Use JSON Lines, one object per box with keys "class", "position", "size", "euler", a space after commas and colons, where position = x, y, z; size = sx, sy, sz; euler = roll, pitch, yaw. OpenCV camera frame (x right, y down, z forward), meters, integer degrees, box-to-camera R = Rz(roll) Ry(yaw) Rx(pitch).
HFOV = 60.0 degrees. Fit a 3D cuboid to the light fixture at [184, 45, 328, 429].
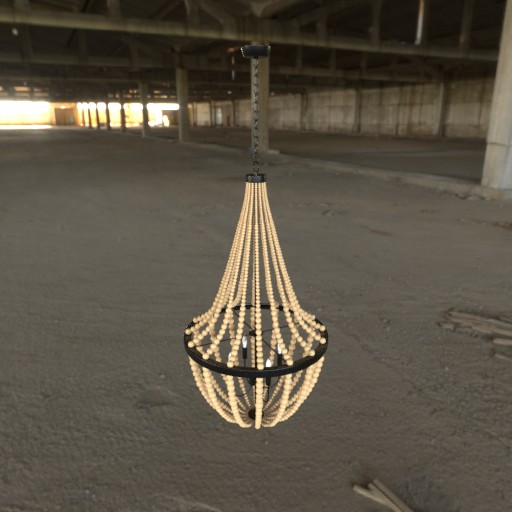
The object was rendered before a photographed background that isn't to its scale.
{"class": "light fixture", "position": [0.000, 0.000, 1.318], "size": [0.450, 1.133, 0.450], "euler": [0, 18, 0]}
